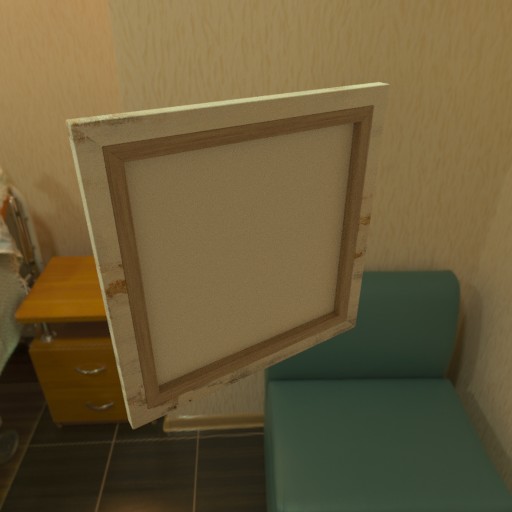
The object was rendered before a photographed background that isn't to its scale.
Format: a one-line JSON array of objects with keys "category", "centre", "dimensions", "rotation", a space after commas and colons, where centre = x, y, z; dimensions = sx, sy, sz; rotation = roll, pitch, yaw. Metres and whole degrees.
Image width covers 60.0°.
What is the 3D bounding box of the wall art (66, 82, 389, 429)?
[{"category": "wall art", "centre": [0.000, 0.000, 1.110], "dimensions": [0.753, 0.755, 0.038], "rotation": [-18, 34, -28]}]
